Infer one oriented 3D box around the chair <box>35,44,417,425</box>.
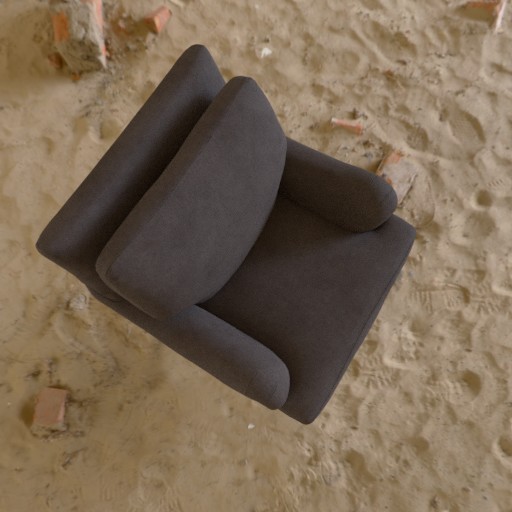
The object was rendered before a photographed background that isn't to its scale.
[{"bbox_3d":[0.000,0.000,1.783,1.070,0.997,0.955,31,77,8],"label":"chair"}]
